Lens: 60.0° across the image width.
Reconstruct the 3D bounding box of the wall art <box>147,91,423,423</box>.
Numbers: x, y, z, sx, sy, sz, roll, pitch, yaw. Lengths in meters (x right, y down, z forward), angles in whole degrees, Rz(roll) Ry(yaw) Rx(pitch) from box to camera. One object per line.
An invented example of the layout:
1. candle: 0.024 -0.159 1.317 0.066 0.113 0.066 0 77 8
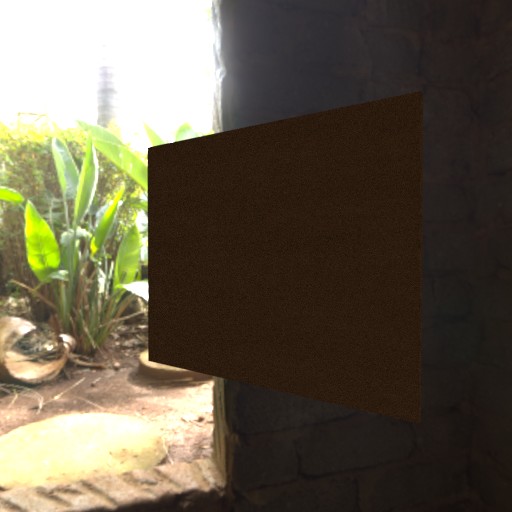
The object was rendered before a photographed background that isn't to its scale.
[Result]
1. wall art: 0.000 0.000 0.699 0.508 0.408 0.010 1 1 37
